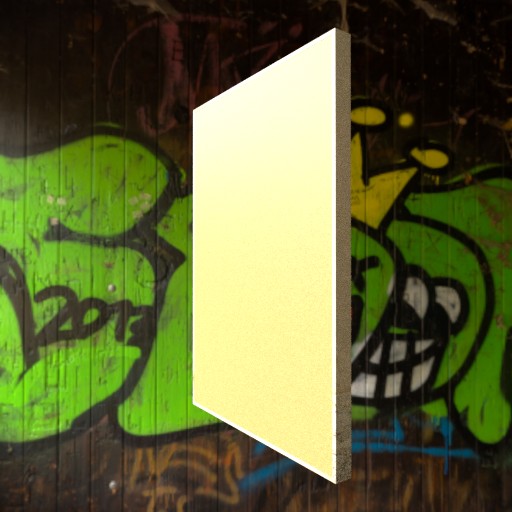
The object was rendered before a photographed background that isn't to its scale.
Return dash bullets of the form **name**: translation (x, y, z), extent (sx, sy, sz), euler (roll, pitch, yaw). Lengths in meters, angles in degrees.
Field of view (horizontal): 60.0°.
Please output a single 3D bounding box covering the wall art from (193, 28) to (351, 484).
- **wall art**: translation (0.000, 0.000, 0.959), extent (0.038, 0.764, 0.508), euler (0, -1, -36)
